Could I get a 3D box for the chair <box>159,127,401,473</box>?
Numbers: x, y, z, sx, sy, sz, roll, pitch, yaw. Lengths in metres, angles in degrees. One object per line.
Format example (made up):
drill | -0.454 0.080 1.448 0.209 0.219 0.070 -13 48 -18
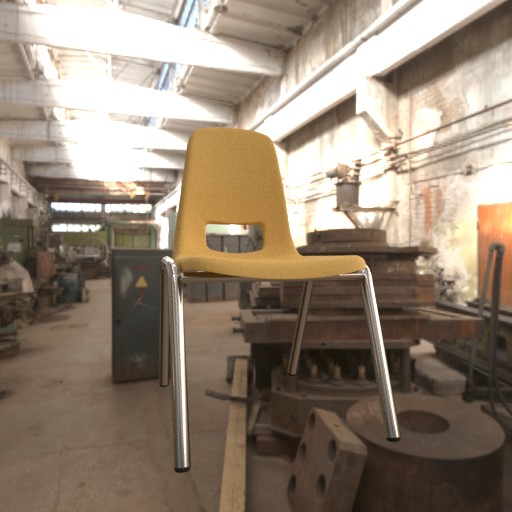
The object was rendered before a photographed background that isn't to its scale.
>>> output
chair | 0.000 0.000 0.841 0.354 0.586 0.423 0 1 -17
